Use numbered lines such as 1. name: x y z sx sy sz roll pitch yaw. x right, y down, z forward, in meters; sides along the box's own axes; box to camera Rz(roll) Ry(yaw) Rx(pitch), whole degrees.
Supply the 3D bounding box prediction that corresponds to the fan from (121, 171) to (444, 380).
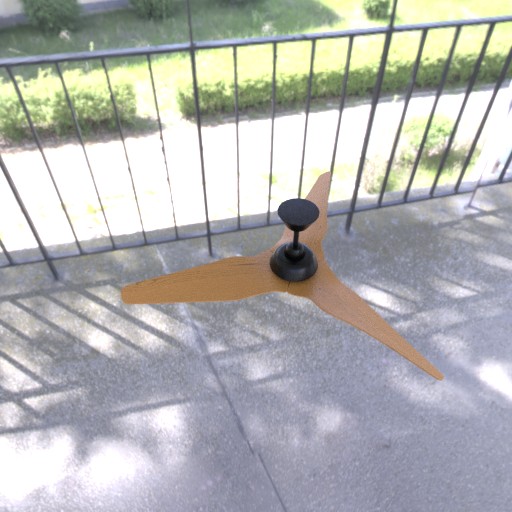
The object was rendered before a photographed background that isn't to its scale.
1. fan: 0.000 0.000 1.620 1.010 0.355 1.142 -10 47 -10
